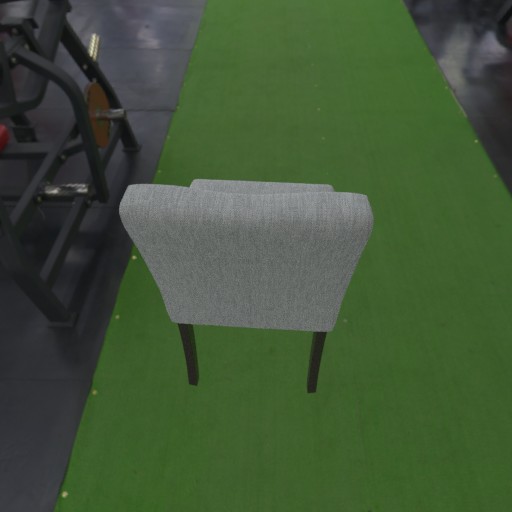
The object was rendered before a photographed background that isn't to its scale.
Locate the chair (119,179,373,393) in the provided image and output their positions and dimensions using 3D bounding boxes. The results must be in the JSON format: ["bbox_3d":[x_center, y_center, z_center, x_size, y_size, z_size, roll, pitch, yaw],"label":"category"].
[{"bbox_3d":[0.000,0.000,1.268,0.487,0.884,0.629,3,47,3],"label":"chair"}]
